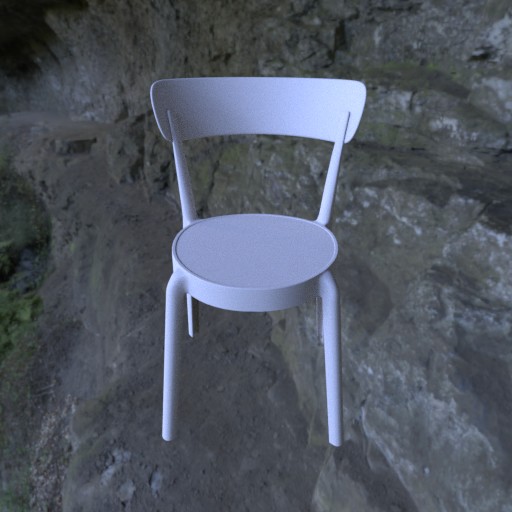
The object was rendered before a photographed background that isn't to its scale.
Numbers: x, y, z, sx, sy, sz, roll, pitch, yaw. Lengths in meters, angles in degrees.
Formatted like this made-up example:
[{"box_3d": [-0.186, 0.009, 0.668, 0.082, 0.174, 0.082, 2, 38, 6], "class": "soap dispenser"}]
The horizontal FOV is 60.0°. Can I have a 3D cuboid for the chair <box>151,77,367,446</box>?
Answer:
[{"box_3d": [0.000, 0.000, 1.115, 0.506, 0.790, 0.491, 1, 29, 2], "class": "chair"}]
